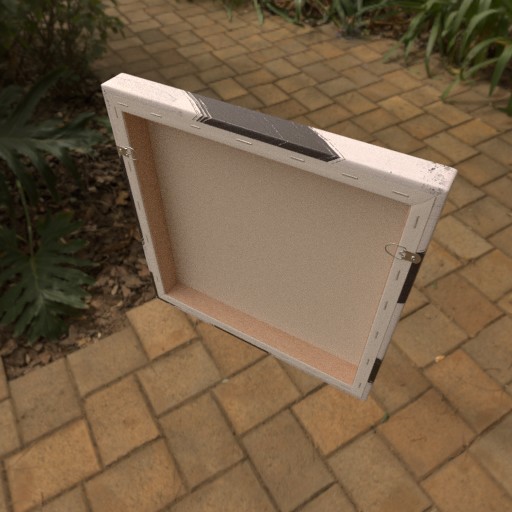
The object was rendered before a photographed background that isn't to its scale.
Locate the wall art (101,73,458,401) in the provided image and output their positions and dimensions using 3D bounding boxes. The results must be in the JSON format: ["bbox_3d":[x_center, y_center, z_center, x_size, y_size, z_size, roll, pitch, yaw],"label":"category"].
[{"bbox_3d":[0.000,0.000,0.762,0.507,0.508,0.050,23,50,20],"label":"wall art"}]
